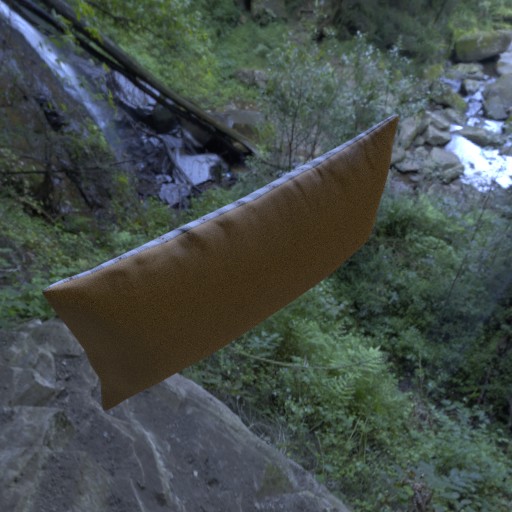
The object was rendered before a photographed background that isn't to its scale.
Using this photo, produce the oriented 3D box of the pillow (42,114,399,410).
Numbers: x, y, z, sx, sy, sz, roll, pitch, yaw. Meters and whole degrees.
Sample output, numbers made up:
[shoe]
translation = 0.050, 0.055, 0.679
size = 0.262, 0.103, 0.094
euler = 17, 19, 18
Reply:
[pillow]
translation = 0.000, 0.000, 0.714
size = 0.608, 0.291, 0.151
euler = -30, 53, -26
